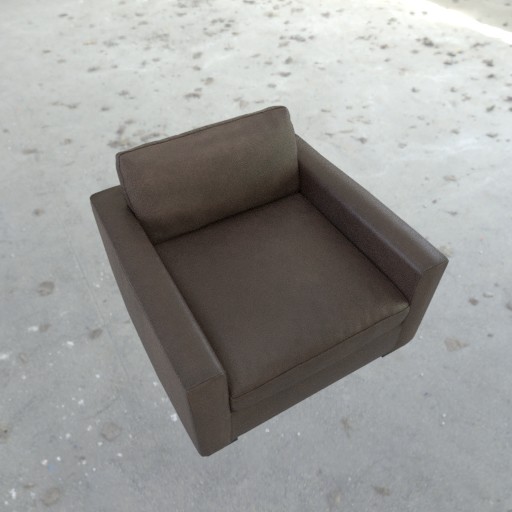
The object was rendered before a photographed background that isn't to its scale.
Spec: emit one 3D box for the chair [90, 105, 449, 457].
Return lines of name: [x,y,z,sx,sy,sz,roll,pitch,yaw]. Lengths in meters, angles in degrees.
chair: [0.000,0.000,1.860,1.100,0.812,1.069,-22,50,-20]
